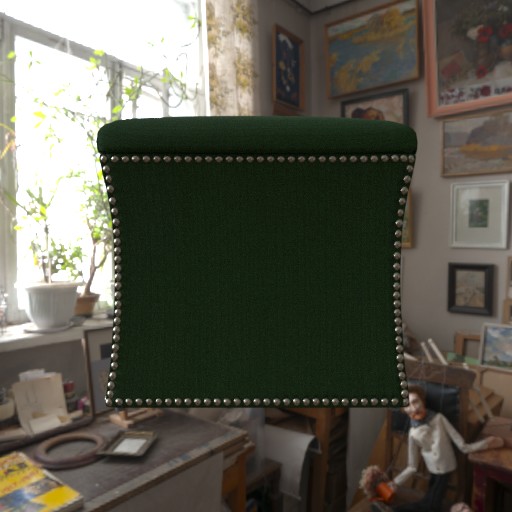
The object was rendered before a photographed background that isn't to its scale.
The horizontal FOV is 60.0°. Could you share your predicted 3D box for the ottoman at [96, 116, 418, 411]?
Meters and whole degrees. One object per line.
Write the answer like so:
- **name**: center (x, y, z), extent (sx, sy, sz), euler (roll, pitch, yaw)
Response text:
- **ottoman**: center (0.000, 0.000, 0.910), extent (0.507, 0.475, 0.497), euler (0, 2, 0)
